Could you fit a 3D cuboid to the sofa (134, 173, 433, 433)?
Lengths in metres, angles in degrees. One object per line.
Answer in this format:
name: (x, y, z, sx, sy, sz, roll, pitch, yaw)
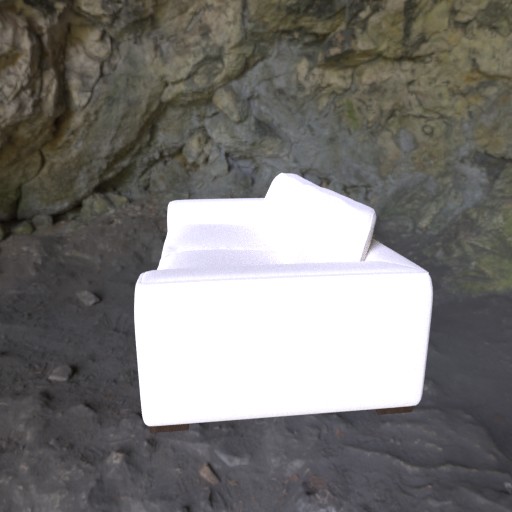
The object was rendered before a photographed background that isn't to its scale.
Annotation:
sofa: (0.000, 0.000, 2.443, 1.069, 0.801, 1.920, -2, 16, -7)
